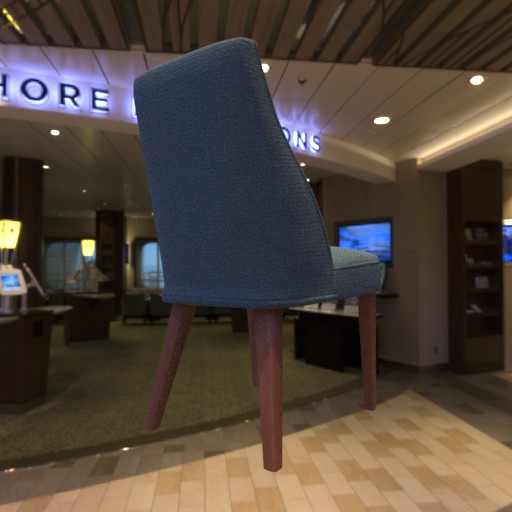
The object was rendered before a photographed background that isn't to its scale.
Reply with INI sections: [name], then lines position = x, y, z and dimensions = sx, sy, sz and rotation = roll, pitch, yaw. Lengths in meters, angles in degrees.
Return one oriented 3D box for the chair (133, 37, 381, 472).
[chair]
position = 0.000, 0.000, 1.245
dimensions = 0.500, 0.930, 0.620
rotation = -1, -1, 37
